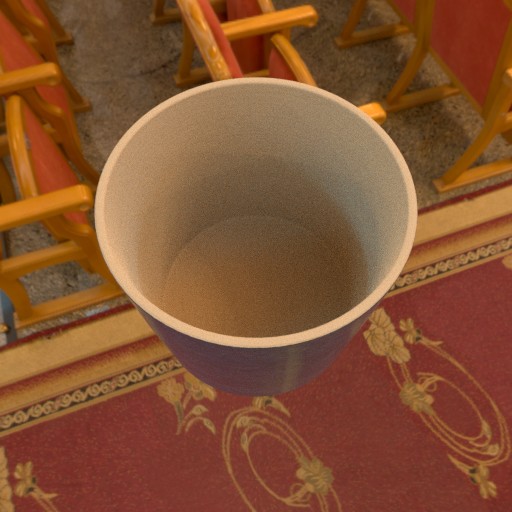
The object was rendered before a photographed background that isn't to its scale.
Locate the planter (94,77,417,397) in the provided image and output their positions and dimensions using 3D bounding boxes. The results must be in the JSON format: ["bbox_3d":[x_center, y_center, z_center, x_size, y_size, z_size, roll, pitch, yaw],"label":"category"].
[{"bbox_3d":[0.000,0.000,0.397,0.221,0.201,0.221,0,63,0],"label":"planter"}]
